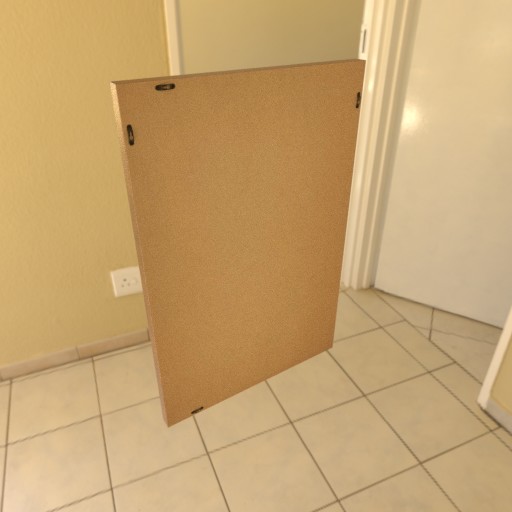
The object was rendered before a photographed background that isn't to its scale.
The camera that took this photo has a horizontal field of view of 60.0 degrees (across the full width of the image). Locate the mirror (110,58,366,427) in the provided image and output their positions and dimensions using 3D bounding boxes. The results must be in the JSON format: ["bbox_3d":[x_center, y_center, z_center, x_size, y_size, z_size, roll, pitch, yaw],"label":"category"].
[{"bbox_3d":[0.000,0.000,1.168,0.609,0.915,0.040,-18,35,-28],"label":"mirror"}]
